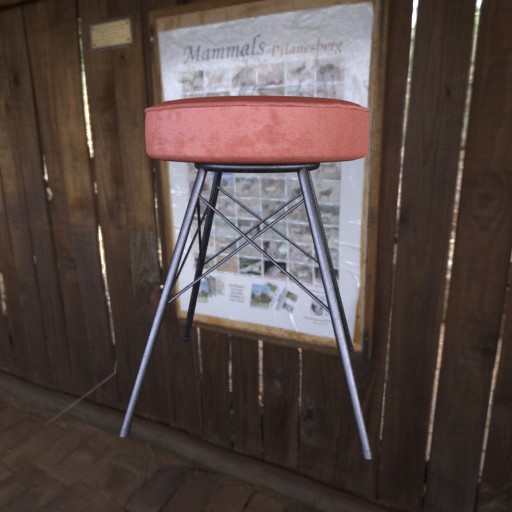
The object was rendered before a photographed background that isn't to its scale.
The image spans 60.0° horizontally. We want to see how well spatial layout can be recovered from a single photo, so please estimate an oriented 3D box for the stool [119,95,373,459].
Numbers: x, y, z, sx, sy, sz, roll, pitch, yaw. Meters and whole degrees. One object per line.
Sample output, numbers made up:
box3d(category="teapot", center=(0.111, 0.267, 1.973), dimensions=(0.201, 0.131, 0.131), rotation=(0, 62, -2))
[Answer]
box3d(category="stool", center=(0.000, 0.000, 0.902), dimensions=(0.457, 0.593, 0.421), rotation=(2, 15, 7))
